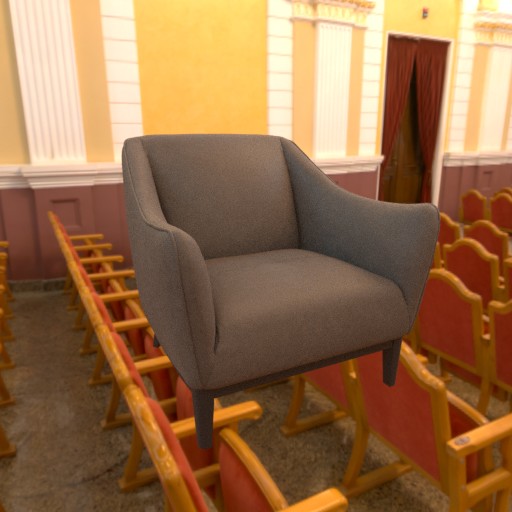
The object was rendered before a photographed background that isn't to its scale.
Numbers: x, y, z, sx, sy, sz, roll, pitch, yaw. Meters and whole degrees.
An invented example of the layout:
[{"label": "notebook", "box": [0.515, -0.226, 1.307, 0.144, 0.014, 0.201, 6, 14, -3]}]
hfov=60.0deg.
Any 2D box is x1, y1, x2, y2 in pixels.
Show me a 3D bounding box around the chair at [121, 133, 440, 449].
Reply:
[{"label": "chair", "box": [0.000, 0.000, 1.560, 0.871, 0.830, 0.852, -8, 17, -26]}]
